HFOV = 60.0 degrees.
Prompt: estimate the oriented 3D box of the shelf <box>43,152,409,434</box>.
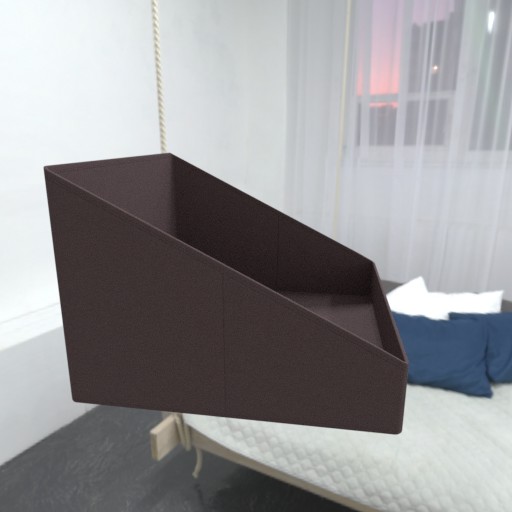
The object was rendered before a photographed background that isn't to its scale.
[{"bbox_3d":[0.000,0.000,0.487,0.292,0.210,0.292,2,15,9],"label":"shelf"}]
